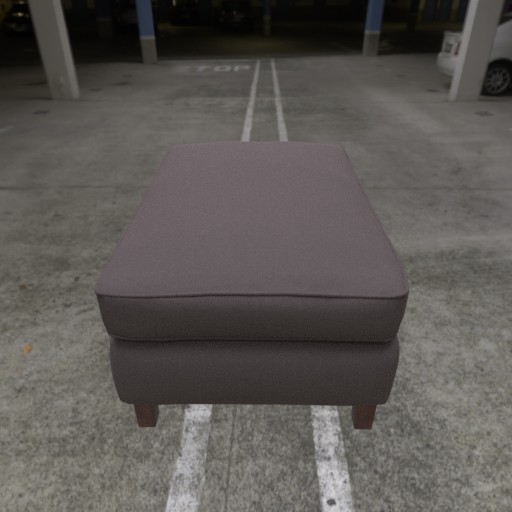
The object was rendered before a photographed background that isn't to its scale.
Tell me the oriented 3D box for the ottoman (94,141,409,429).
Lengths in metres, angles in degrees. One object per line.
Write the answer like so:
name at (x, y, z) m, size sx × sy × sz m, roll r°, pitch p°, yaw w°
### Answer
ottoman at (0.000, 0.000, 0.990) m, size 0.508 × 0.406 × 0.686 m, roll 0°, pitch 32°, yaw 1°
